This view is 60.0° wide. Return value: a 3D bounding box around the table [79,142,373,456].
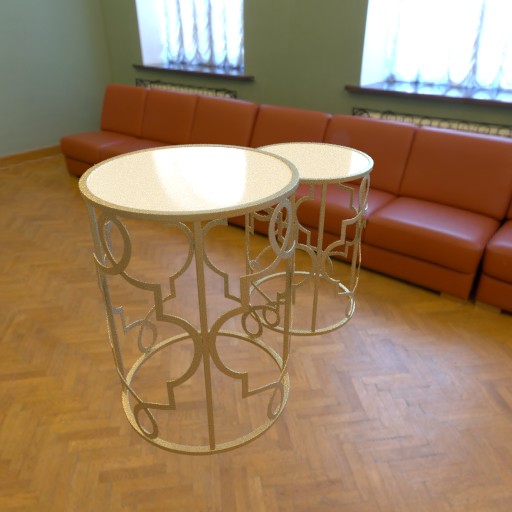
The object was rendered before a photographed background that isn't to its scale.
[{"bbox_3d":[0.000,0.000,1.156,0.420,0.564,0.846,19,34,31],"label":"table"}]
